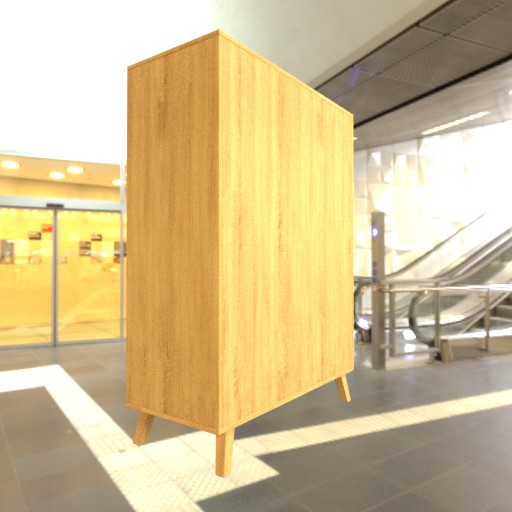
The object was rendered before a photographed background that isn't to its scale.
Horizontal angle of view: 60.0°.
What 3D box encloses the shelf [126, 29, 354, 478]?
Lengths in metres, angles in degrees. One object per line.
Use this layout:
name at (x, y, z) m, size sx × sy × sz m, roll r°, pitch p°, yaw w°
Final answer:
shelf at (0.000, 0.000, 1.895) m, size 0.450 × 1.390 × 1.000 m, roll 0°, pitch -1°, yaw 36°
